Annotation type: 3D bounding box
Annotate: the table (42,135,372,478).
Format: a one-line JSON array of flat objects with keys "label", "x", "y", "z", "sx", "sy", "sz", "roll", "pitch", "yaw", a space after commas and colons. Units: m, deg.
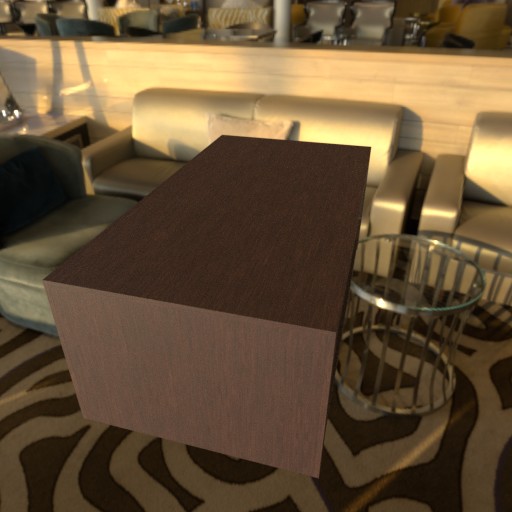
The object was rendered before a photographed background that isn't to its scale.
[{"label": "table", "x": 0.000, "y": 0.000, "z": 1.397, "sx": 0.597, "sy": 0.424, "sz": 1.099, "roll": 8, "pitch": 32, "yaw": 13}]
